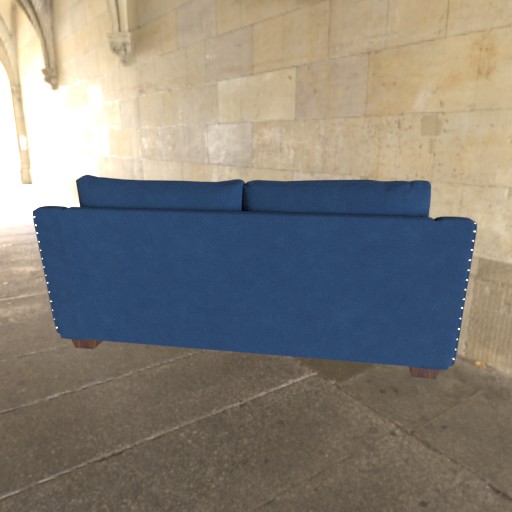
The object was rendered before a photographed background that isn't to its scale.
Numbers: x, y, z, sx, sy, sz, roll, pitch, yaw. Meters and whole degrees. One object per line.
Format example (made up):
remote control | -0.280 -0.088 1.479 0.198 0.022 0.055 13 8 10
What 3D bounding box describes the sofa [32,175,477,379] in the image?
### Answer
sofa | 0.000 0.000 2.656 2.107 0.983 1.104 3 15 10
